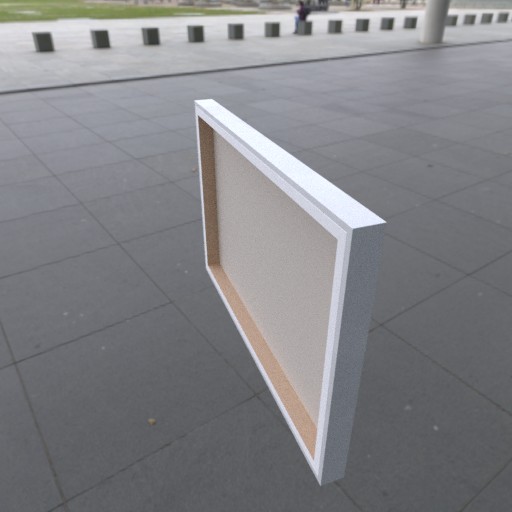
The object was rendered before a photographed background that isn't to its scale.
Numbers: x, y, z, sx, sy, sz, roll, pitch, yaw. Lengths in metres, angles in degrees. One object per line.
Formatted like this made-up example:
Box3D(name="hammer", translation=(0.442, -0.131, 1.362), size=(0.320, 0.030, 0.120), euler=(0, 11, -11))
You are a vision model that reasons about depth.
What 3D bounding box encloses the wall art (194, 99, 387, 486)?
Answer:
Box3D(name="wall art", translation=(0.000, 0.000, 0.770), size=(0.038, 0.407, 0.609), euler=(-11, 33, -18))
